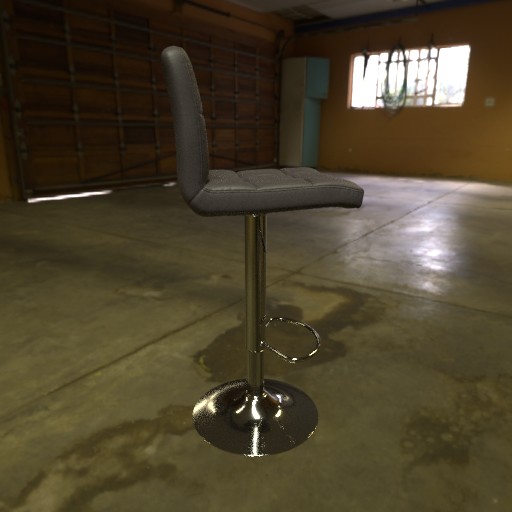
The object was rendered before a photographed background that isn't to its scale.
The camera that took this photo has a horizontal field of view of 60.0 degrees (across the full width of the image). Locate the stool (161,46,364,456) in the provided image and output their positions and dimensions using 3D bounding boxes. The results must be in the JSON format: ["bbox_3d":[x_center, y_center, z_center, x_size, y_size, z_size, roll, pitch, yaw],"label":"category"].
[{"bbox_3d":[0.000,0.000,1.358,0.505,1.115,0.430,-3,16,-9],"label":"stool"}]
